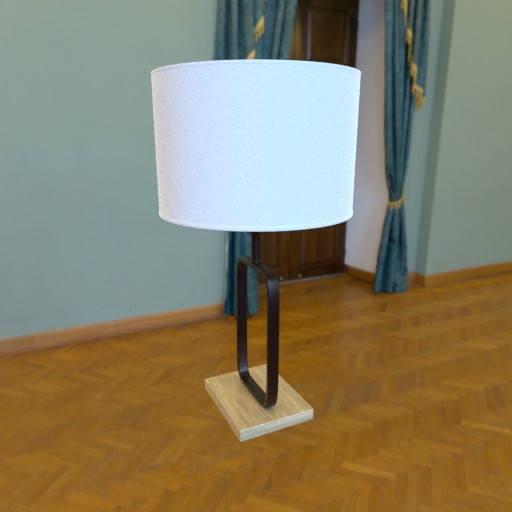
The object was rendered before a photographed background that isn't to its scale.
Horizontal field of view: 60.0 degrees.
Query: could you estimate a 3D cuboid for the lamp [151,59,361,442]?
[{"bbox_3d":[0.000,0.000,0.670,0.279,0.508,0.279,-7,17,-24],"label":"lamp"}]
